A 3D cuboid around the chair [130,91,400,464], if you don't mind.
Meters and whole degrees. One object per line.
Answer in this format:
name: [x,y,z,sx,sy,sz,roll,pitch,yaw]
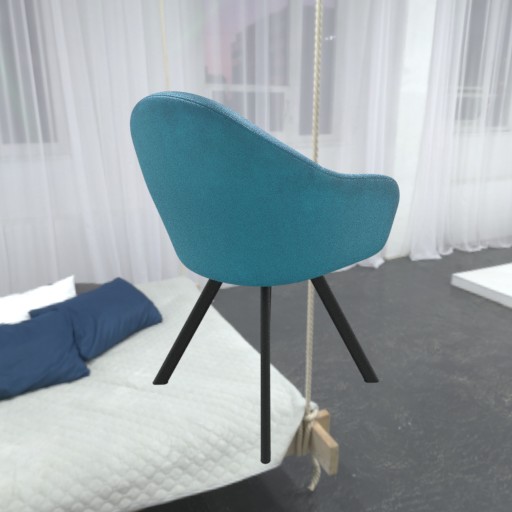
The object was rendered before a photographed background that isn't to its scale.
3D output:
chair: [0.000,0.000,1.155,0.570,0.780,0.540,-15,22,-43]
